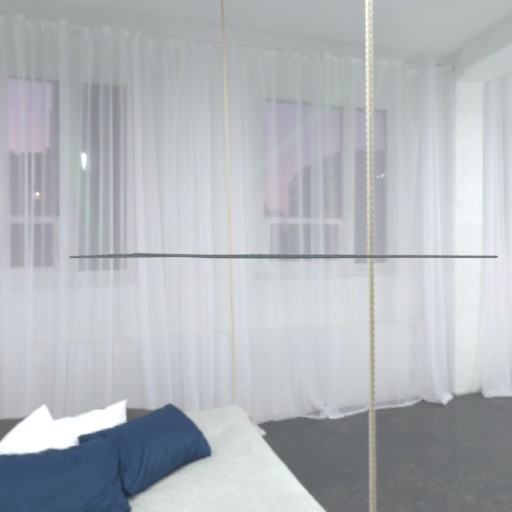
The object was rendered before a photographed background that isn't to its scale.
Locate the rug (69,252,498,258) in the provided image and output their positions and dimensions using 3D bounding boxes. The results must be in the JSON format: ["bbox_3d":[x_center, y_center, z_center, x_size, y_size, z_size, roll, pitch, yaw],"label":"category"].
[{"bbox_3d":[0.000,0.000,4.103,2.461,0.046,3.237,0,0,-38],"label":"rug"}]
